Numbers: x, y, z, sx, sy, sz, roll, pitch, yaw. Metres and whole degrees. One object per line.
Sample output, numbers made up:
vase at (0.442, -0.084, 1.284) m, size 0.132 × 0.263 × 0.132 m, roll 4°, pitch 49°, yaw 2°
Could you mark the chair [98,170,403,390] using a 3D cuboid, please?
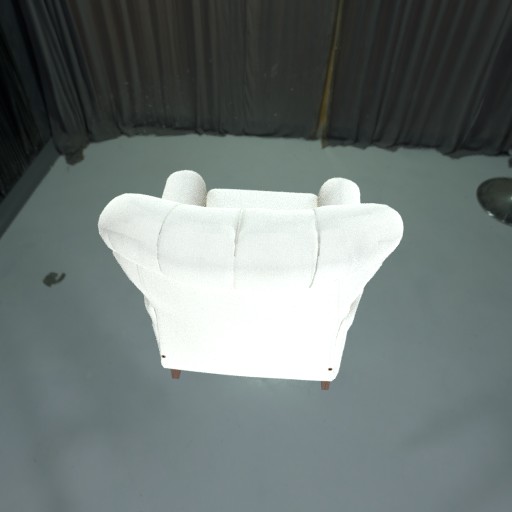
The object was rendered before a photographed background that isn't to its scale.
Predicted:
chair at (0.000, 0.000, 2.040) m, size 1.035 × 1.169 × 1.132 m, roll 3°, pitch 47°, yaw 3°
